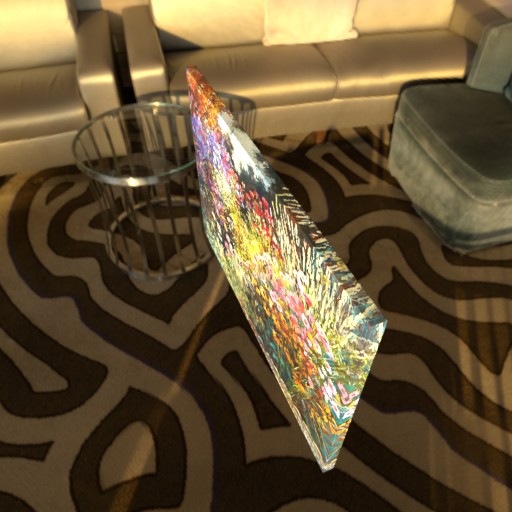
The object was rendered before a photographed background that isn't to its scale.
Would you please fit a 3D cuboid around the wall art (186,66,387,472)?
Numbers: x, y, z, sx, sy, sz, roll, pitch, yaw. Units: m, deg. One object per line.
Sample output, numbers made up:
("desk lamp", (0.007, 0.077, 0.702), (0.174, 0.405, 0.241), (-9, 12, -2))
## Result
("wall art", (0.000, 0.000, 1.413), (0.042, 0.760, 1.136), (-17, 49, -15))
